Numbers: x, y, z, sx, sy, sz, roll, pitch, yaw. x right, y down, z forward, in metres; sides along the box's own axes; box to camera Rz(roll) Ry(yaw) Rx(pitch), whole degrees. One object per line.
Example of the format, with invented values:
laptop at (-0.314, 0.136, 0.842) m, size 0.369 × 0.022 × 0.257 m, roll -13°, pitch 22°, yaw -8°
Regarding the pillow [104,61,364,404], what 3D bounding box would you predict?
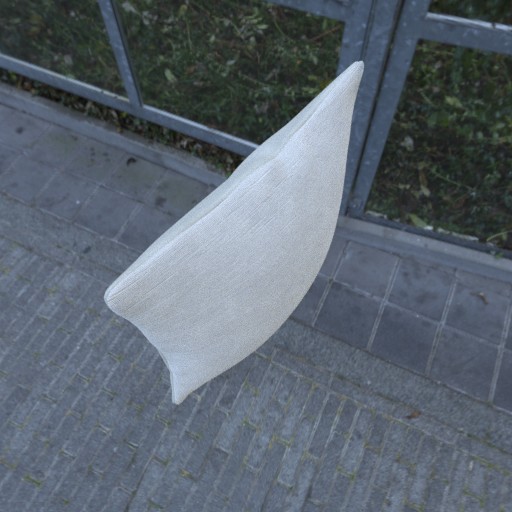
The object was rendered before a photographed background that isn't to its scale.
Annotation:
pillow at (0.000, 0.000, 0.659) m, size 0.162 × 0.420 × 0.437 m, roll 34°, pitch 65°, yaw 19°
